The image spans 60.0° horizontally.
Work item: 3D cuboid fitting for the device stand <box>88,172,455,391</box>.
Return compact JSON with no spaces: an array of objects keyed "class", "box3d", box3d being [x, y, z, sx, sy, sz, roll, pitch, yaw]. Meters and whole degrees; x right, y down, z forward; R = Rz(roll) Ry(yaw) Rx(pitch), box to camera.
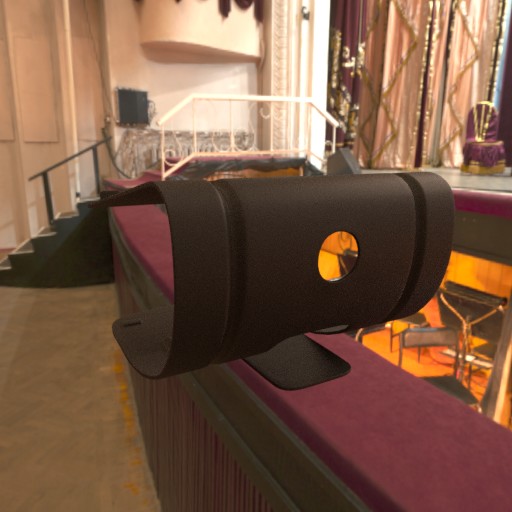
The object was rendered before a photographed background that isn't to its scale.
[{"class":"device stand","box3d":[0.000,0.000,0.409,0.256,0.155,0.236,-7,15,-28]}]
